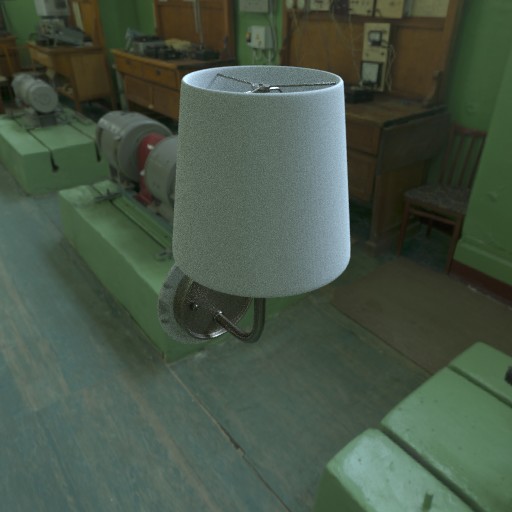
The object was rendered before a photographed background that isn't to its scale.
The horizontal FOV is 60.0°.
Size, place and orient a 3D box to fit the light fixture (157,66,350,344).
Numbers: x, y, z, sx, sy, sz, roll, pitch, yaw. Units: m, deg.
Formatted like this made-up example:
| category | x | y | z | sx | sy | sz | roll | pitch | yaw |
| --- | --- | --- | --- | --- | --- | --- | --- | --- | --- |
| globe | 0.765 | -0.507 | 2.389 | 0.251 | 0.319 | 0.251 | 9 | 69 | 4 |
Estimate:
| category | x | y | z | sx | sy | sz | roll | pitch | yaw |
| --- | --- | --- | --- | --- | --- | --- | --- | --- | --- |
| light fixture | 0.000 | 0.000 | 0.443 | 0.168 | 0.337 | 0.188 | -23 | 38 | -33 |
